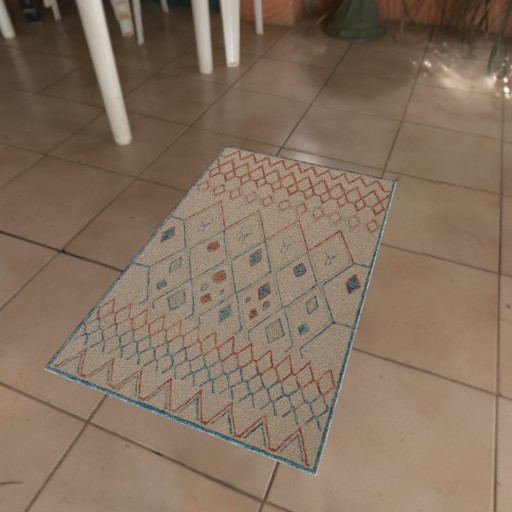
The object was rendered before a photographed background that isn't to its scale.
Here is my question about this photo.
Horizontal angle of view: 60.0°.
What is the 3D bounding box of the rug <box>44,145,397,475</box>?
[{"bbox_3d":[0.000,0.000,3.007,1.524,0.015,2.438,15,47,15],"label":"rug"}]
